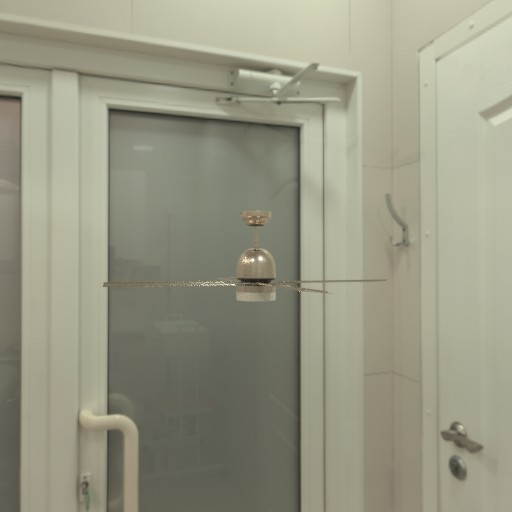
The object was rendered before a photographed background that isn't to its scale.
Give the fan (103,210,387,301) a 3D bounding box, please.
[{"bbox_3d":[0.000,0.000,2.062,1.346,0.406,1.346,0,-1,-18],"label":"fan"}]
